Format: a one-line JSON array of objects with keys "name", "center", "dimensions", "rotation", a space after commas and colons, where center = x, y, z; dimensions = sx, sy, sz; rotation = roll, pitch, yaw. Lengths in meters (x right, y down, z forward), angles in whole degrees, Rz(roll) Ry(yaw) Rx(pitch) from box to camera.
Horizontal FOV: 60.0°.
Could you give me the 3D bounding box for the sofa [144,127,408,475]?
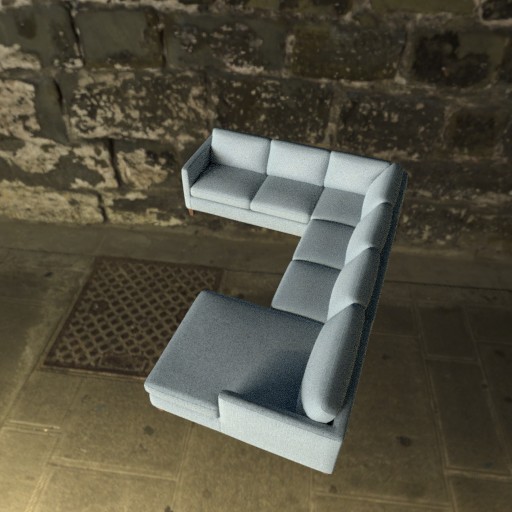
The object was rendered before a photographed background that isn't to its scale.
[{"name": "sofa", "center": [0.000, 0.000, 4.521], "dimensions": [2.551, 0.889, 3.403], "rotation": [15, 47, 15]}]
